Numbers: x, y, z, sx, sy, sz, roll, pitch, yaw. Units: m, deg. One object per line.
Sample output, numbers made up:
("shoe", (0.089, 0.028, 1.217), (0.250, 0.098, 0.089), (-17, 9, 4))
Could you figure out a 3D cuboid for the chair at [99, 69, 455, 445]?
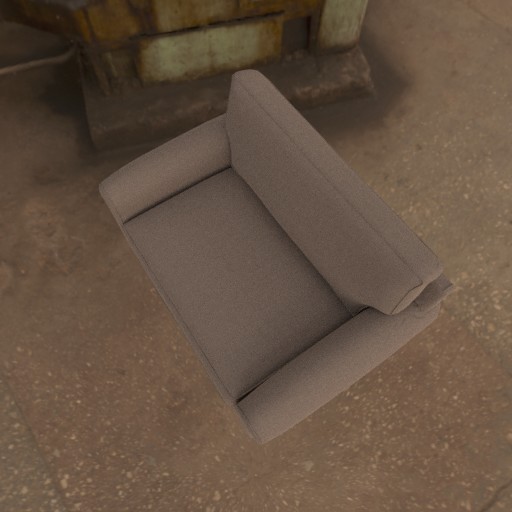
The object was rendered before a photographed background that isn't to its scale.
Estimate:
("chair", (0.000, 0.000, 2.031), (0.930, 0.930, 1.390), (-31, 68, -14))
